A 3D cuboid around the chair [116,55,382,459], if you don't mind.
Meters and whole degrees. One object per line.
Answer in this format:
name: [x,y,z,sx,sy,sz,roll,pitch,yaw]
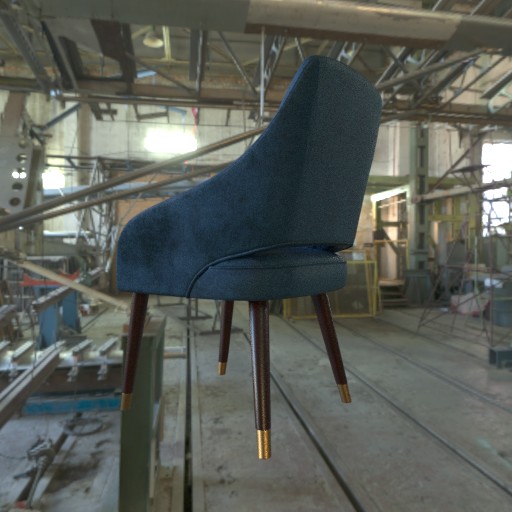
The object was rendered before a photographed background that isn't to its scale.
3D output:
chair: [0.000,0.000,1.544,0.794,1.081,0.683,1,1,36]
